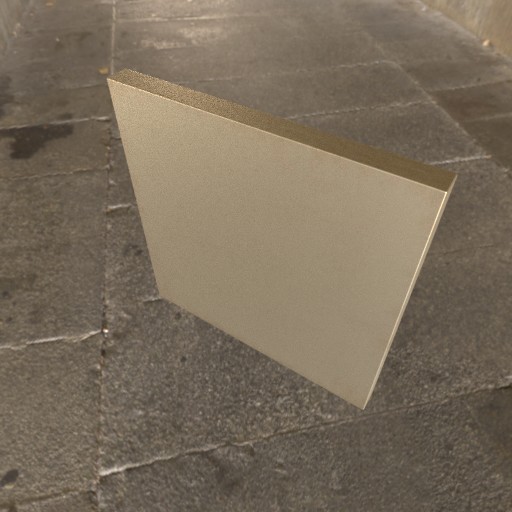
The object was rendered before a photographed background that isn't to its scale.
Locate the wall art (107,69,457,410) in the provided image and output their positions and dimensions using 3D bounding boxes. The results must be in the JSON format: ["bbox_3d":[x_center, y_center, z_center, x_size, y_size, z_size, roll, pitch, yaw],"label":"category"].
[{"bbox_3d":[0.000,0.000,0.751,0.503,0.506,0.040,25,51,23],"label":"wall art"}]
